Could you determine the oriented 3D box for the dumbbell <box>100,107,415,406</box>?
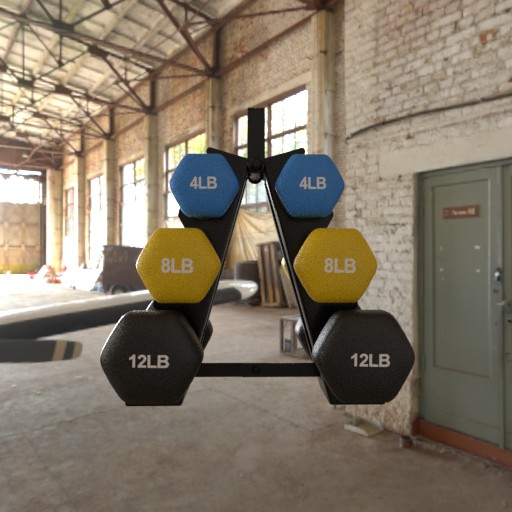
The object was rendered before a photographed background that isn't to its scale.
[{"bbox_3d":[0.000,0.000,0.677,0.409,0.426,0.255,0,0,-1],"label":"dumbbell"}]
